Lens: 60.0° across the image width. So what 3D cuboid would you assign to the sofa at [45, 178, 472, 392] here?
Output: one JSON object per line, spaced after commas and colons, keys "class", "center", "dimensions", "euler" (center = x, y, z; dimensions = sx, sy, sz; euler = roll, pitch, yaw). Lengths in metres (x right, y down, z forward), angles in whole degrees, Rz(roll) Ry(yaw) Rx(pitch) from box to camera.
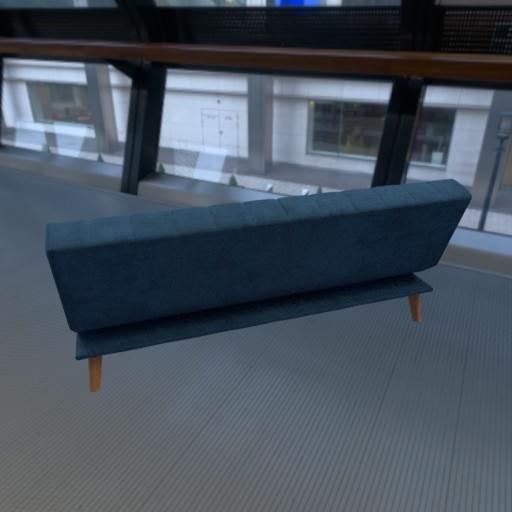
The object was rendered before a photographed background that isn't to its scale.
{"class": "sofa", "center": [0.000, 0.000, 2.291], "dimensions": [1.804, 0.813, 0.855], "euler": [-8, 28, -16]}
